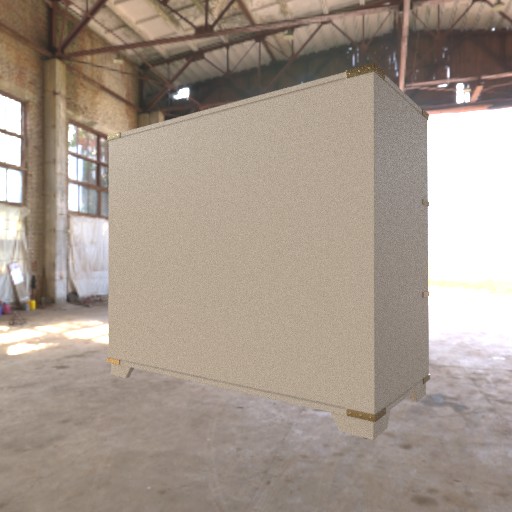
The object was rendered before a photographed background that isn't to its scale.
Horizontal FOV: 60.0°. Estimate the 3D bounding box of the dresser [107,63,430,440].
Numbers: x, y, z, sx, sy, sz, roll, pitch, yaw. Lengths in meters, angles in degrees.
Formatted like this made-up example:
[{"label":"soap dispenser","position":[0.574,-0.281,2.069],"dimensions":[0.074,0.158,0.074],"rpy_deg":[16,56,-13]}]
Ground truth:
[{"label":"dresser","position":[0.000,0.000,1.515],"dimensions":[1.022,0.891,0.460],"rpy_deg":[0,-1,36]}]
